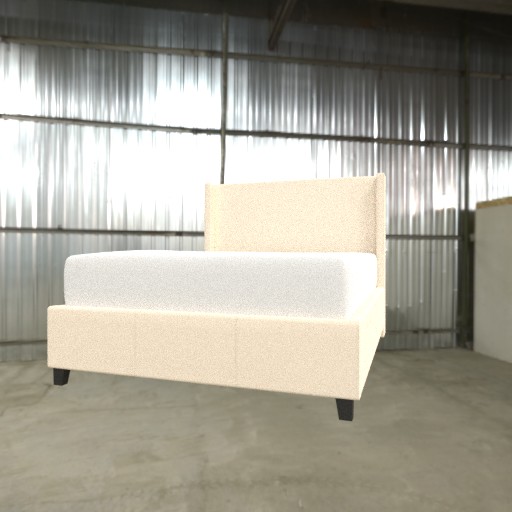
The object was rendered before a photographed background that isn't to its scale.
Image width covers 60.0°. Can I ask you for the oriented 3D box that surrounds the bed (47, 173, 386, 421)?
[{"bbox_3d":[0.000,0.000,3.328,1.765,1.471,2.280,0,1,19],"label":"bed"}]
